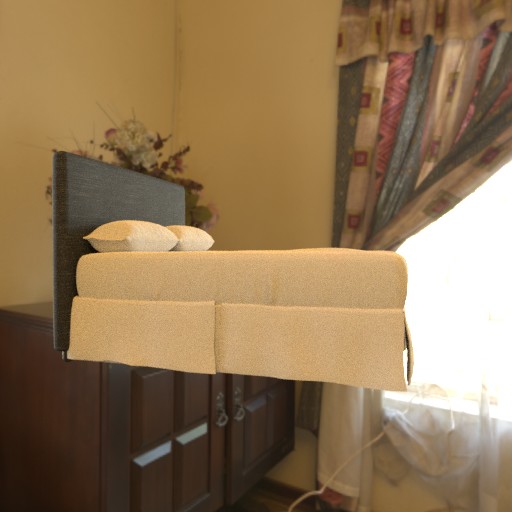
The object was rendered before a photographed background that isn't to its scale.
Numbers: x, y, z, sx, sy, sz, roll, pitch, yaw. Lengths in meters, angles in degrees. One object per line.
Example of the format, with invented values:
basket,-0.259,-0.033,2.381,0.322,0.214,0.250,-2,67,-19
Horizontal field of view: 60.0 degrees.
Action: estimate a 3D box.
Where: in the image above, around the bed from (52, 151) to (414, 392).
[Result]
bed,0.000,0.000,3.232,2.142,1.330,1.723,0,1,17
